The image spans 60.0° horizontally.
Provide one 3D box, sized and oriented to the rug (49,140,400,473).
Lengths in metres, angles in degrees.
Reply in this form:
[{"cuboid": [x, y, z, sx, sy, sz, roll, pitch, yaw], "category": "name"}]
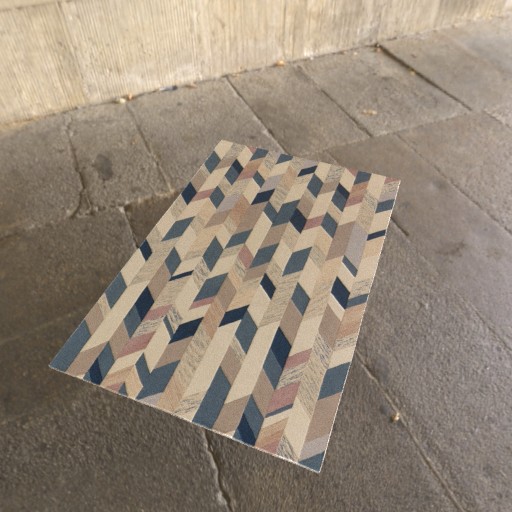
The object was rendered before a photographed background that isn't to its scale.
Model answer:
[{"cuboid": [0.000, 0.000, 2.303, 1.202, 0.006, 1.813, 16, 50, 14], "category": "rug"}]
